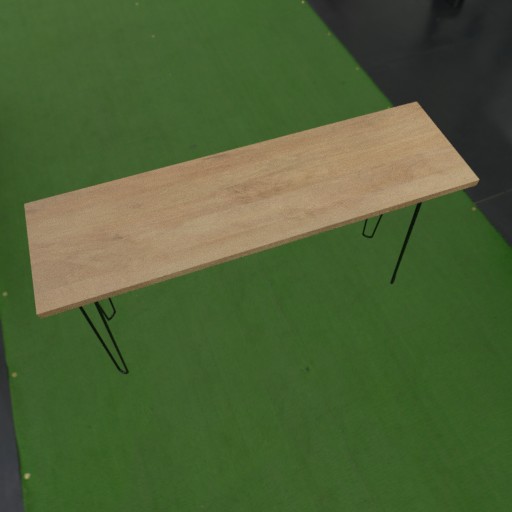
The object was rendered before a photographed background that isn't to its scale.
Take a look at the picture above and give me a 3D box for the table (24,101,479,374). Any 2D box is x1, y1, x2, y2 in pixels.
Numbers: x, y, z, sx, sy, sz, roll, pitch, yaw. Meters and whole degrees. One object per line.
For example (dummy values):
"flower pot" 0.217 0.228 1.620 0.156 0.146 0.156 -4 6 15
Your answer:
"table" 0.000 0.000 1.754 1.400 0.799 0.399 -17 61 -10
